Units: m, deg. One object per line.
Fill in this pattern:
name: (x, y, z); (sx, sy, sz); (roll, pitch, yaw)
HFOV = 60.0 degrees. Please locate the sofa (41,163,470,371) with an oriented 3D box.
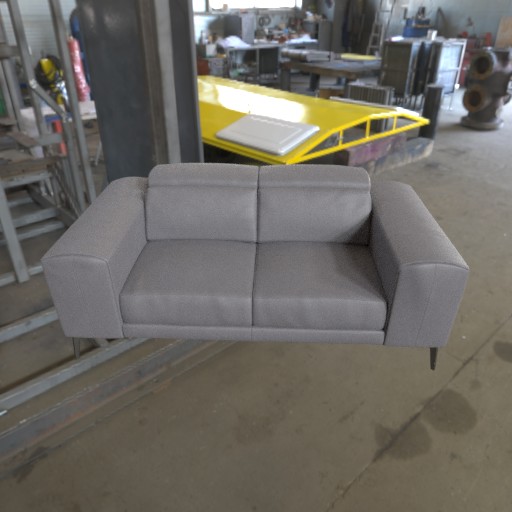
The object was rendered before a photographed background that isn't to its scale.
sofa: (0.000, 0.000, 2.450); (1.895, 0.779, 1.003); (1, 30, 2)
